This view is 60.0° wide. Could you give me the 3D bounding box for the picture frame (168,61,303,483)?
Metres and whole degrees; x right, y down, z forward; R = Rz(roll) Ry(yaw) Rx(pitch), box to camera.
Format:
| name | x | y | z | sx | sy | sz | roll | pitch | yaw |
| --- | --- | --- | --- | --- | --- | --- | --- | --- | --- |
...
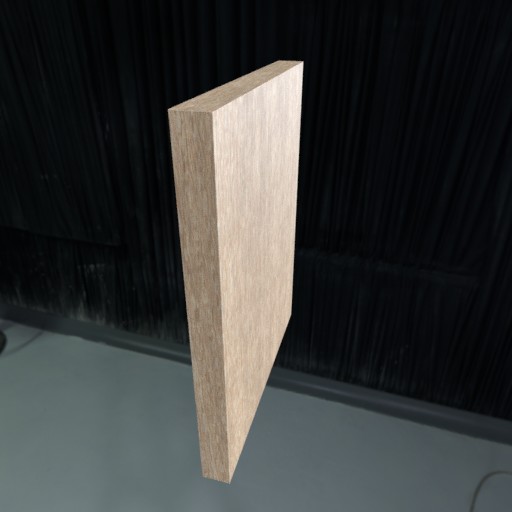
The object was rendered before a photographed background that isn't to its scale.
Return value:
| name | x | y | z | sx | sy | sz | roll | pitch | yaw |
| --- | --- | --- | --- | --- | --- | --- | --- | --- | --- |
| picture frame | 0.000 | 0.000 | 0.700 | 0.043 | 0.526 | 0.424 | 8 | 30 | 14 |
